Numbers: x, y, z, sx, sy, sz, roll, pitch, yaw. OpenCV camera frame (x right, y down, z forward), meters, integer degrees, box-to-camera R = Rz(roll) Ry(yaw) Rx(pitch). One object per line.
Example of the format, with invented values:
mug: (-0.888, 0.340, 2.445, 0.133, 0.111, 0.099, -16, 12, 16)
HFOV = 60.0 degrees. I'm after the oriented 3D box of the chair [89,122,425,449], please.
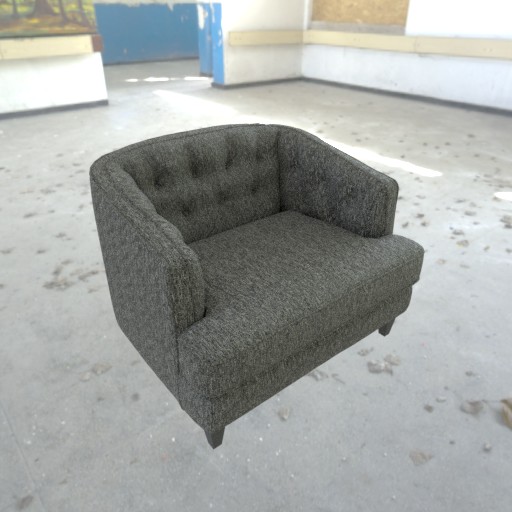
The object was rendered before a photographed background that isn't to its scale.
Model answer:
chair: (0.000, 0.000, 1.822, 1.104, 0.852, 0.941, -22, 36, -33)
